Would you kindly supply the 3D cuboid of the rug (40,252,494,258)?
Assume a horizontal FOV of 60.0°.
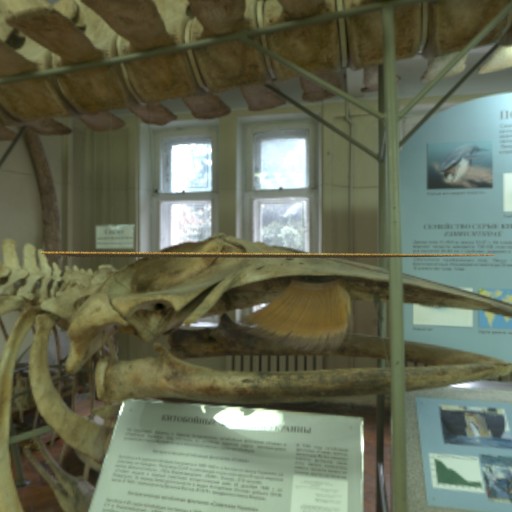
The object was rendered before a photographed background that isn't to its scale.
[{"bbox_3d":[0.000,0.000,2.133,1.747,0.006,1.143,0,-1,-19],"label":"rug"}]
